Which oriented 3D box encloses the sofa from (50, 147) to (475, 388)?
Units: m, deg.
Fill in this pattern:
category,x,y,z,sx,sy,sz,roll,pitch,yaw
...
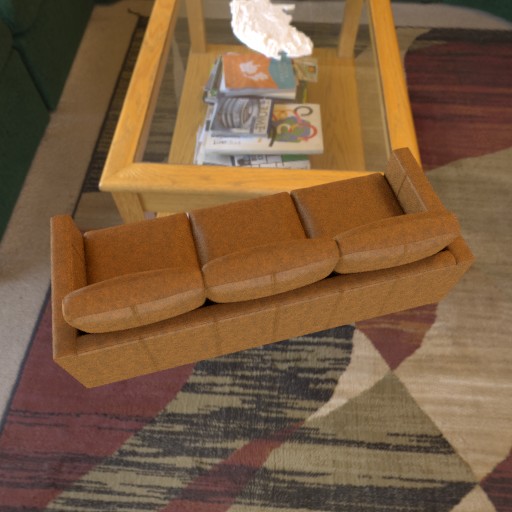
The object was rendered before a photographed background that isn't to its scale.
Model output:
category,x,y,z,sx,sy,sz,roll,pitch,yaw
sofa,0.000,0.000,2.665,2.231,0.930,0.903,-12,59,-7
